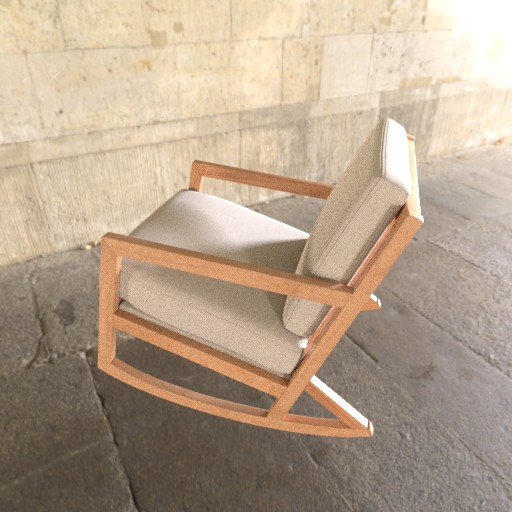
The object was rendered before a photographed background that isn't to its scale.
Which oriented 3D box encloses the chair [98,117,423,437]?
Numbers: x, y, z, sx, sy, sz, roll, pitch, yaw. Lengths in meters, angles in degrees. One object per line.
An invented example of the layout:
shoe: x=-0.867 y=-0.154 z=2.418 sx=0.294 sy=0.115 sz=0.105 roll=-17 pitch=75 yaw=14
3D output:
chair: x=0.000 y=0.000 z=1.394 sx=0.857 sy=0.790 sz=0.622 roll=8 pitch=32 yaw=13
